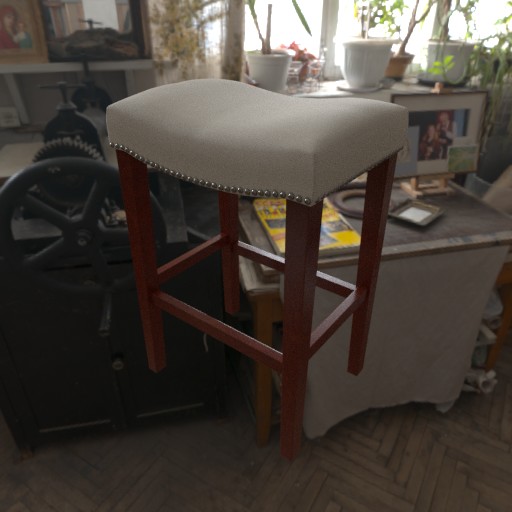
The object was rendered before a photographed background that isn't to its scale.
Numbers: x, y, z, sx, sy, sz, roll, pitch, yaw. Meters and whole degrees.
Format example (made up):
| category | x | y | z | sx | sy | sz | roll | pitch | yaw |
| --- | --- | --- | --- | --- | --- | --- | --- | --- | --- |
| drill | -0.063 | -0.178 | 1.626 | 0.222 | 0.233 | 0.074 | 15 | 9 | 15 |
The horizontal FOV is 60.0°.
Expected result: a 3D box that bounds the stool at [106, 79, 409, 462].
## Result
| category | x | y | z | sx | sy | sz | roll | pitch | yaw |
| --- | --- | --- | --- | --- | --- | --- | --- | --- | --- |
| stool | 0.000 | 0.000 | 1.058 | 0.504 | 0.742 | 0.372 | 21 | 37 | 32 |
